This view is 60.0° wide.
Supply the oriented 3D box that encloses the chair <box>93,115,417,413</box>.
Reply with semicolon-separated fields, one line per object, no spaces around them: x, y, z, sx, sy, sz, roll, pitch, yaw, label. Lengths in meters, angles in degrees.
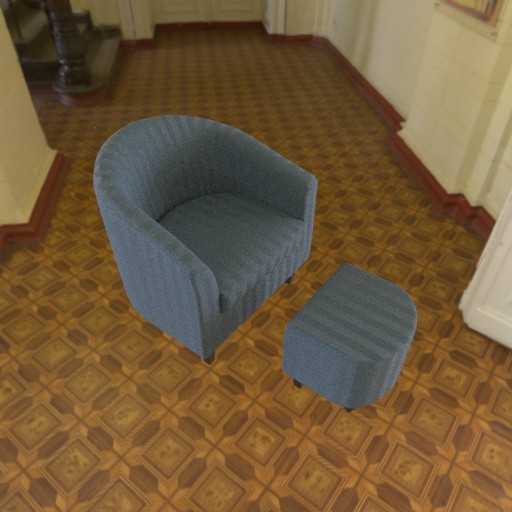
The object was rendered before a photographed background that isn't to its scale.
0.000;0.000;1.738;1.288;0.757;0.756;26;48;27;chair
